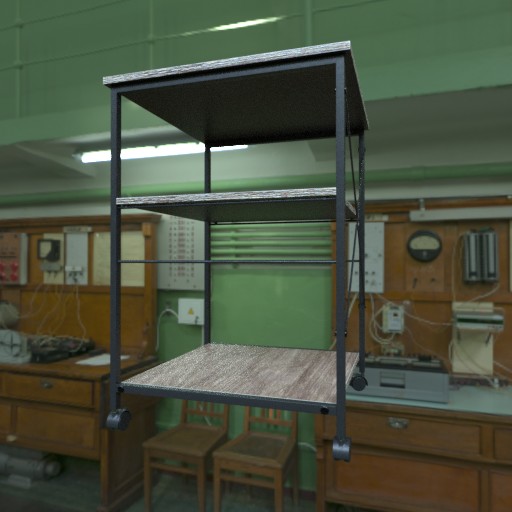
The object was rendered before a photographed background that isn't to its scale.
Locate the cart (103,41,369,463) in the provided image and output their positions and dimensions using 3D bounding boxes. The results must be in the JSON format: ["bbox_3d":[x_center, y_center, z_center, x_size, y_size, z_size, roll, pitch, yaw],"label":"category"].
[{"bbox_3d":[0.000,0.000,1.113,0.520,0.762,0.521,0,0,18],"label":"cart"}]
